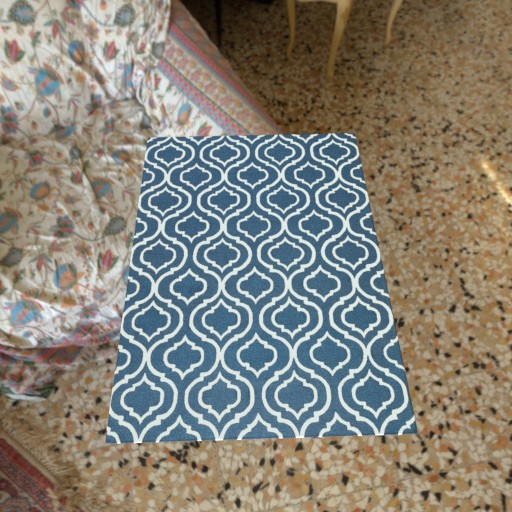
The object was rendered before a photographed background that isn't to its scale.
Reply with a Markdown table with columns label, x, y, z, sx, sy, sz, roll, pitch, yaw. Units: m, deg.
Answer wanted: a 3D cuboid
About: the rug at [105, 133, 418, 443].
| label | x | y | z | sx | sy | sz | roll | pitch | yaw |
| --- | --- | --- | --- | --- | --- | --- | --- | --- | --- |
| rug | 0.000 | 0.000 | 4.335 | 2.438 | 0.010 | 3.353 | -1 | 58 | -1 |
